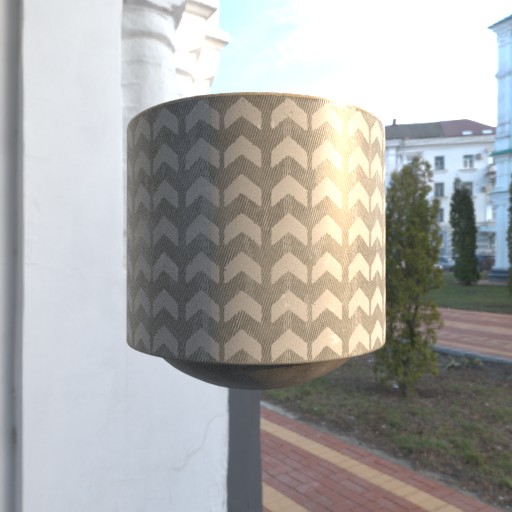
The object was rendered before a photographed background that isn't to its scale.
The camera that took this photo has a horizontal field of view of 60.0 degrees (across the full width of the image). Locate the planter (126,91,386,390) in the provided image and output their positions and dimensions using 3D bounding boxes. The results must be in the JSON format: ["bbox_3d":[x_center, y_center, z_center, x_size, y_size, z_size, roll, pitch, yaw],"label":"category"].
[{"bbox_3d":[0.000,0.000,0.339,0.190,0.181,0.190,0,0,0],"label":"planter"}]
